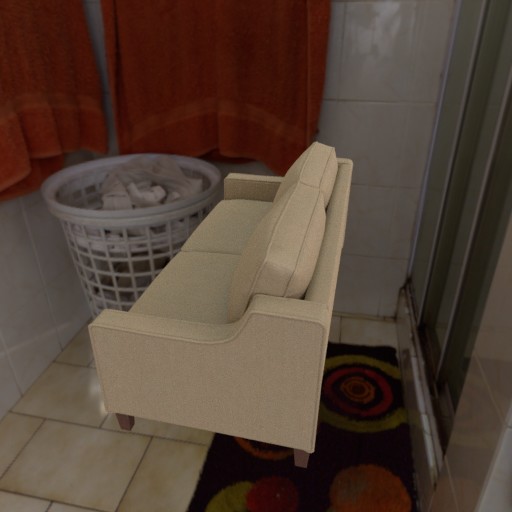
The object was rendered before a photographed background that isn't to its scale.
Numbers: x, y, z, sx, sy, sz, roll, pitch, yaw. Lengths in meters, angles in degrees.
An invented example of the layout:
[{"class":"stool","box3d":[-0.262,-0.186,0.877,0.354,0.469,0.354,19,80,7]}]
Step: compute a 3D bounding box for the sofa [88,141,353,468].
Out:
[{"class":"sofa","box3d":[0.000,0.000,2.851,1.066,1.071,2.178,7,29,12]}]
